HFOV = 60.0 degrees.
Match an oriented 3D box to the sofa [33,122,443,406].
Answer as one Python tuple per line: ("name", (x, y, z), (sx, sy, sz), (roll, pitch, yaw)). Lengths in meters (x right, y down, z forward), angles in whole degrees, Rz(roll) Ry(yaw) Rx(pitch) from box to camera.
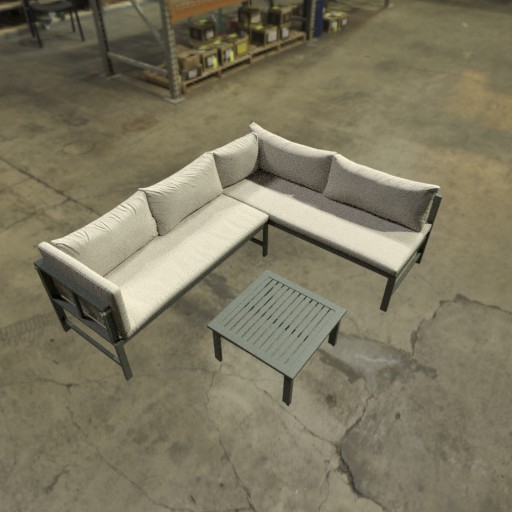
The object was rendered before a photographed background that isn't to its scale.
("sofa", (0.000, 0.000, 2.968), (1.658, 0.758, 2.096), (27, 48, 27))
